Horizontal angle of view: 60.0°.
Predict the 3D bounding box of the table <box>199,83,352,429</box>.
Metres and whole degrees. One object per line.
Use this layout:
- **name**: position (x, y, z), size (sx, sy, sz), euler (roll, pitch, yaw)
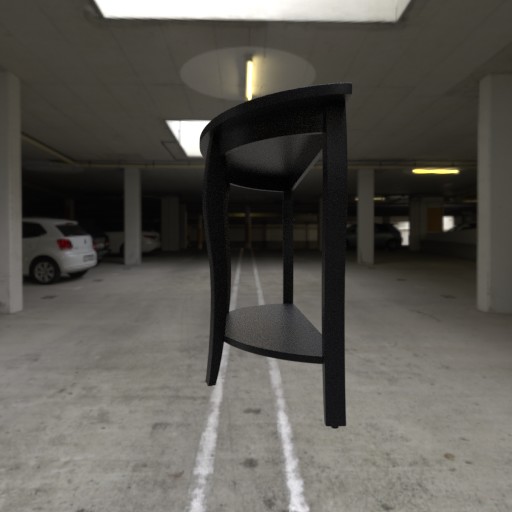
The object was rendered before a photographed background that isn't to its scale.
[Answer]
- **table**: position (0.000, 0.000, 1.588), size (0.394, 0.780, 1.219), euler (0, 1, -1)
